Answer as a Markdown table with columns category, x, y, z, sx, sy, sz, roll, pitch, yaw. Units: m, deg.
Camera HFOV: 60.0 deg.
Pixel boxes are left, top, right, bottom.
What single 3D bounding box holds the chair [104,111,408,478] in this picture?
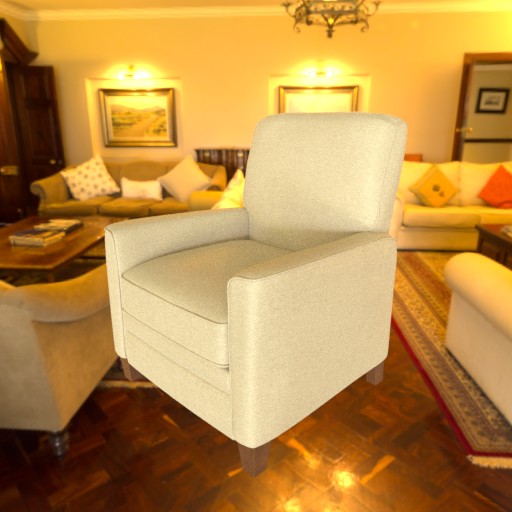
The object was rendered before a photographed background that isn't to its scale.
| category | x | y | z | sx | sy | sz | roll | pitch | yaw |
| --- | --- | --- | --- | --- | --- | --- | --- | --- | --- |
| chair | 0.000 | 0.000 | 1.644 | 0.858 | 1.023 | 0.841 | -16 | 23 | -42 |
